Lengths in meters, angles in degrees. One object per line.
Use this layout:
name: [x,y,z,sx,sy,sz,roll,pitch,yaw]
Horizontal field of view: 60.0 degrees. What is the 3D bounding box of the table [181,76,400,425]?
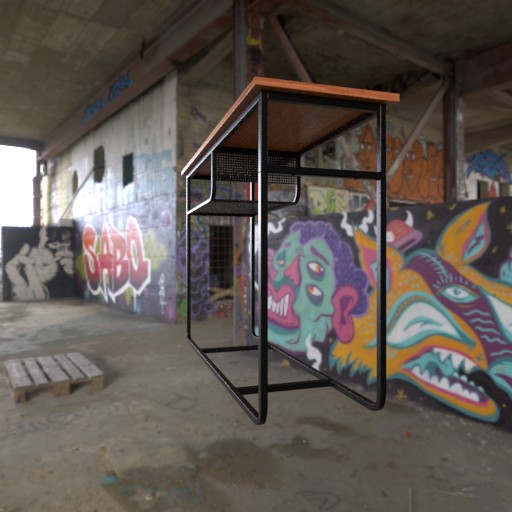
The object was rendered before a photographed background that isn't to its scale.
table: [0.000,0.000,1.497,0.350,0.750,1.100,0,0,-17]
